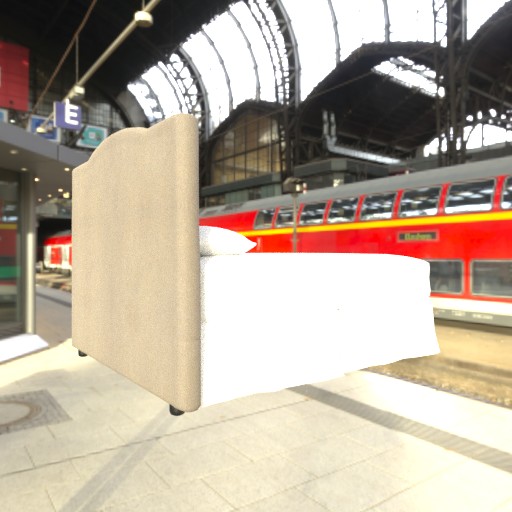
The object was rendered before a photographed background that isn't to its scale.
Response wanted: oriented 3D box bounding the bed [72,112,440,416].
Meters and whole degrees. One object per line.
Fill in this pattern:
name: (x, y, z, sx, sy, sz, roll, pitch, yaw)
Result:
bed: (0.000, 0.000, 3.223, 2.128, 1.441, 1.744, 0, 0, -37)
